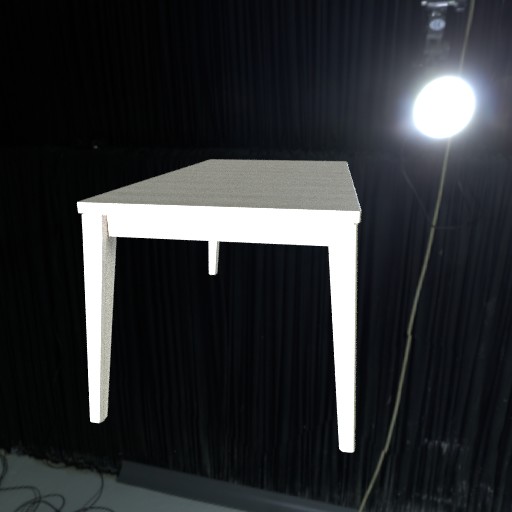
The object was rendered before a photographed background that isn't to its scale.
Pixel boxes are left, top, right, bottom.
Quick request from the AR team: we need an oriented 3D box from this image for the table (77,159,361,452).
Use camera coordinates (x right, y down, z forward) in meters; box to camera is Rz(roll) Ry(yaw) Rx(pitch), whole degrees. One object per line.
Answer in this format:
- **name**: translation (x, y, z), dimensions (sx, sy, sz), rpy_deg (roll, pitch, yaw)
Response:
- **table**: translation (0.000, 0.000, 2.103), dimensions (0.900, 0.760, 1.600), rpy_deg (3, 17, 9)
